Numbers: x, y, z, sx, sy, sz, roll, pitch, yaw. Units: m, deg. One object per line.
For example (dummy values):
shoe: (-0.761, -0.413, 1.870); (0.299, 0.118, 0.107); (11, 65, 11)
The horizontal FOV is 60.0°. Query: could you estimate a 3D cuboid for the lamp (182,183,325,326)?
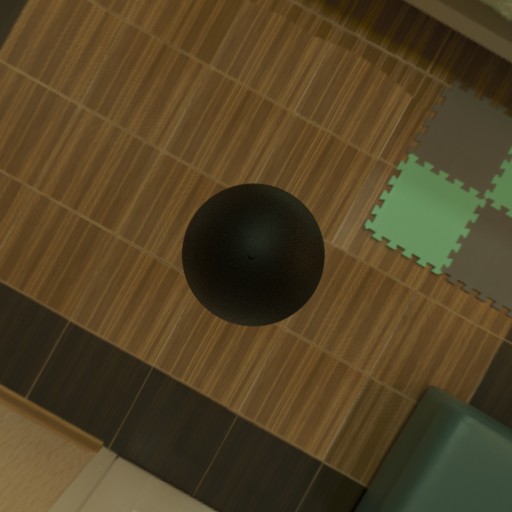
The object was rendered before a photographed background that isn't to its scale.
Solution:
lamp: (0.000, 0.000, 1.593); (0.328, 1.480, 0.328); (0, 90, 1)
